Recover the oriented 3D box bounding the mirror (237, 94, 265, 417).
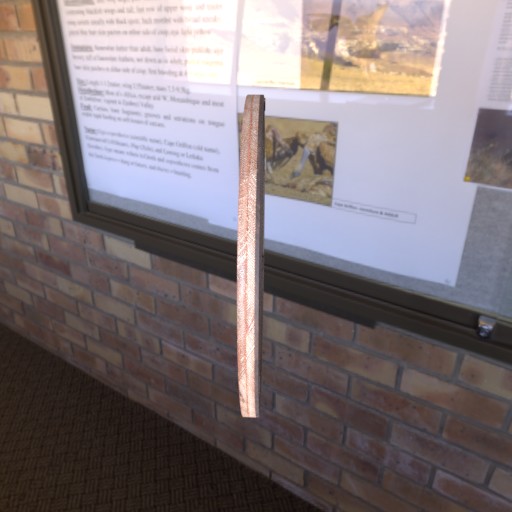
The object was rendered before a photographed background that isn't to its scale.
[{"bbox_3d":[0.000,0.000,1.039,0.038,0.710,0.710,1,26,2],"label":"mirror"}]
